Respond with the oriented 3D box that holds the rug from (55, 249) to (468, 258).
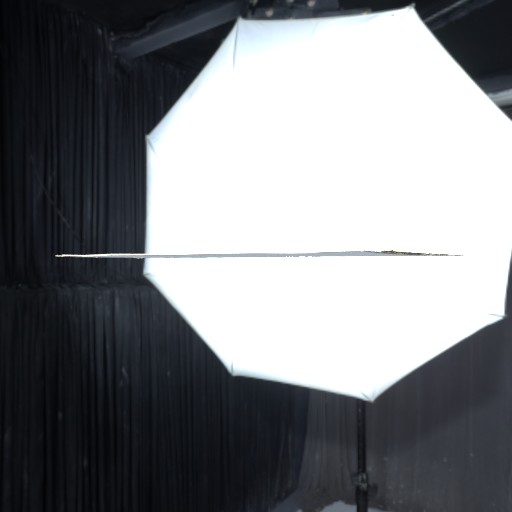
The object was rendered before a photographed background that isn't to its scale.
[{"bbox_3d":[0.000,0.000,2.370,1.861,0.017,1.218,-1,-1,36],"label":"rug"}]
